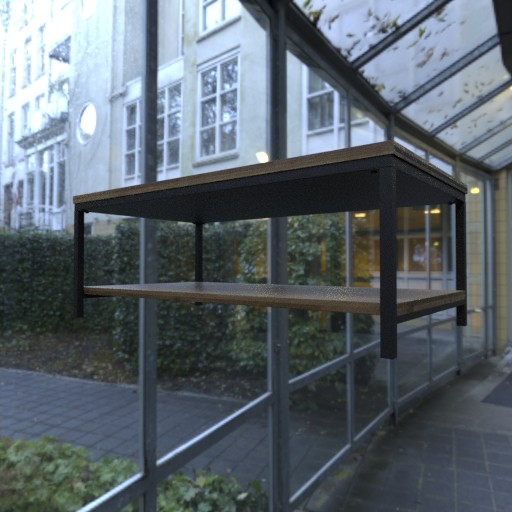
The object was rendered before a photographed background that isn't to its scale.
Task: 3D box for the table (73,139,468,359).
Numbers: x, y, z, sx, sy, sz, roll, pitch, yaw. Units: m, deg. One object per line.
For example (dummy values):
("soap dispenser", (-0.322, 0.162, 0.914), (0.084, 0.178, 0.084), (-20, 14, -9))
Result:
("table", (0.000, 0.000, 1.340), (1.062, 0.393, 0.574), (-1, -2, 38))
